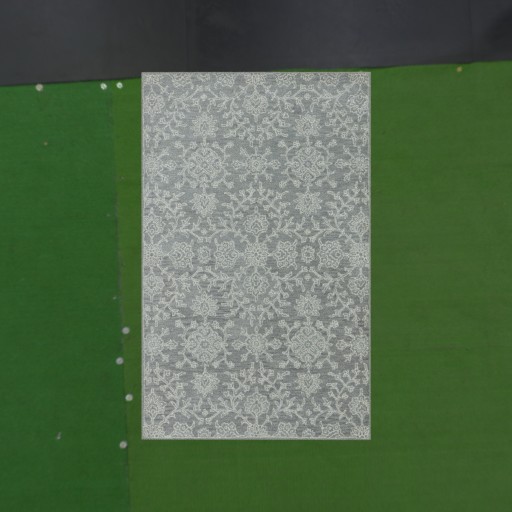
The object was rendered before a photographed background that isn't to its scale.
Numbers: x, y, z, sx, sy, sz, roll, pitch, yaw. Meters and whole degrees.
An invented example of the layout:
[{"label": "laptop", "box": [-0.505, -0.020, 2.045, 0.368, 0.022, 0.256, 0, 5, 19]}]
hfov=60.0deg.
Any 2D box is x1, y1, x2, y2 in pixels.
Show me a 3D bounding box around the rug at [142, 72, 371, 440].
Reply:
[{"label": "rug", "box": [0.000, 0.000, 2.931, 1.515, 0.010, 2.430, 0, 90, 0]}]
